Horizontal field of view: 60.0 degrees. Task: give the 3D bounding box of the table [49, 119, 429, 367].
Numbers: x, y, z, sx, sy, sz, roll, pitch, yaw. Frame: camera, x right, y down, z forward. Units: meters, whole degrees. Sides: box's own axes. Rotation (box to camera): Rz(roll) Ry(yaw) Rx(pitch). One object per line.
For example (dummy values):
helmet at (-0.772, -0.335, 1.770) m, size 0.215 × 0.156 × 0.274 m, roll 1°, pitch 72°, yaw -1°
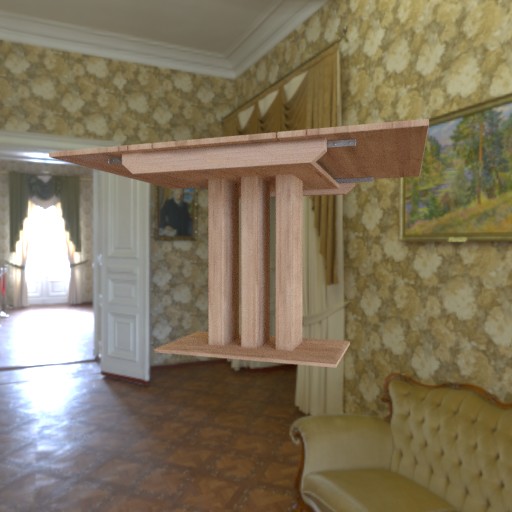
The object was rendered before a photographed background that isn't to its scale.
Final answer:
table at (0.000, 0.000, 1.847) m, size 1.300 × 0.770 × 0.900 m, roll 0°, pitch 1°, yaw 19°
